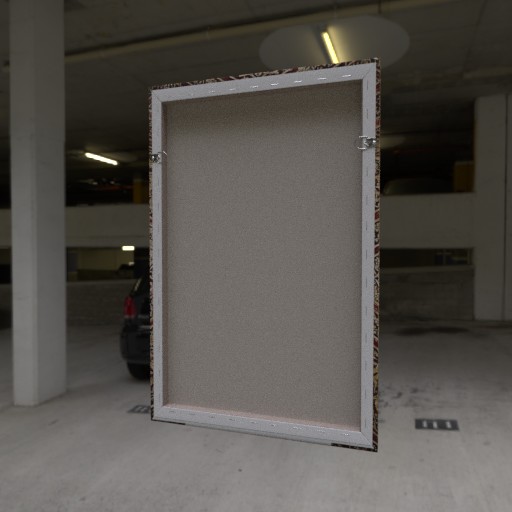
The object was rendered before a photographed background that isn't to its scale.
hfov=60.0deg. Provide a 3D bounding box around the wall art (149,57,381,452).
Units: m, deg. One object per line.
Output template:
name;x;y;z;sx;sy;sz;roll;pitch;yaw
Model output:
wall art;0.000;0.000;1.119;0.599;0.904;0.030;0;1;18
